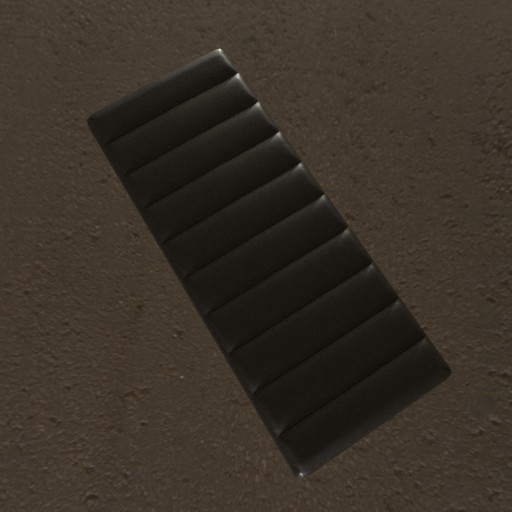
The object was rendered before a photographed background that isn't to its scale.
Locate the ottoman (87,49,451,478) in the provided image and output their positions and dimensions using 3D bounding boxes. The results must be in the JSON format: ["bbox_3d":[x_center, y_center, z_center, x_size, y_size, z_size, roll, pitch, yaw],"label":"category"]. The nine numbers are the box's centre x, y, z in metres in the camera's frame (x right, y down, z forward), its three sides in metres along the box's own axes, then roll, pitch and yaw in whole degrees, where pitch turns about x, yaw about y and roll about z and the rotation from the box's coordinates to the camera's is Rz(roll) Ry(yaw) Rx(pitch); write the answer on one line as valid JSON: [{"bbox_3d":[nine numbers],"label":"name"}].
[{"bbox_3d":[0.000,0.000,1.397,0.482,0.469,1.151,-31,77,-8],"label":"ottoman"}]
